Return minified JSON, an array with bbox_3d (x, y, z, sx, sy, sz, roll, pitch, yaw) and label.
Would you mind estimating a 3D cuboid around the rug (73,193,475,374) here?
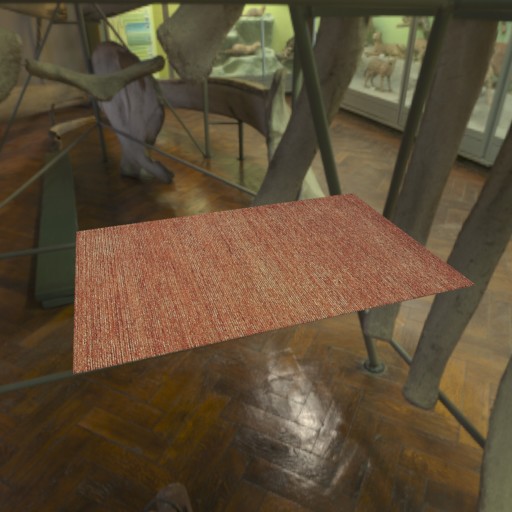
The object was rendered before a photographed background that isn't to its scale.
[{"bbox_3d":[0.000,0.000,2.262,1.747,0.011,1.139,-10,32,-16],"label":"rug"}]
